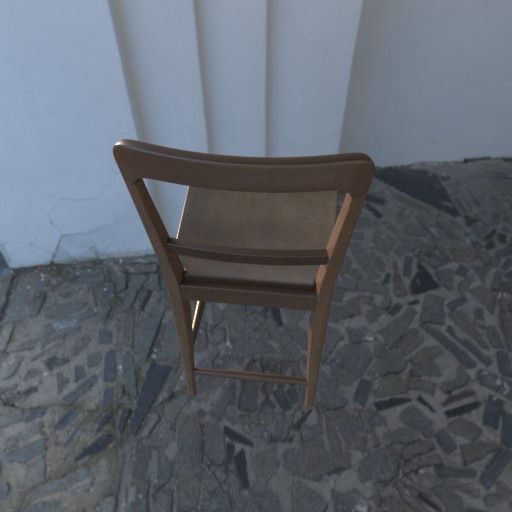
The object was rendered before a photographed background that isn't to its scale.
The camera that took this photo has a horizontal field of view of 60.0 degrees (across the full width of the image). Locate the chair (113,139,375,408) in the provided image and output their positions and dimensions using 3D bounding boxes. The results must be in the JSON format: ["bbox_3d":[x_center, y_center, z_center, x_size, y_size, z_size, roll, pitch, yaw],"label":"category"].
[{"bbox_3d":[0.000,0.000,1.239,0.450,0.991,0.546,4,46,4],"label":"chair"}]
